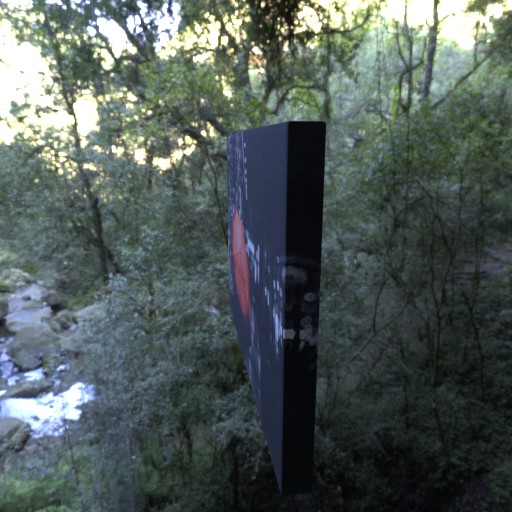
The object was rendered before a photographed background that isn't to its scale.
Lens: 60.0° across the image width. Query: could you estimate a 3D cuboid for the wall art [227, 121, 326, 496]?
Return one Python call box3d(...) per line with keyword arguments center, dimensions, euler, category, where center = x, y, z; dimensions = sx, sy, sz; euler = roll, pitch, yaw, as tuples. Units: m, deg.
box3d(center=(0.000, 0.000, 0.743), dimensions=(0.037, 0.406, 0.609), euler=(-2, 14, -9), category="wall art")
